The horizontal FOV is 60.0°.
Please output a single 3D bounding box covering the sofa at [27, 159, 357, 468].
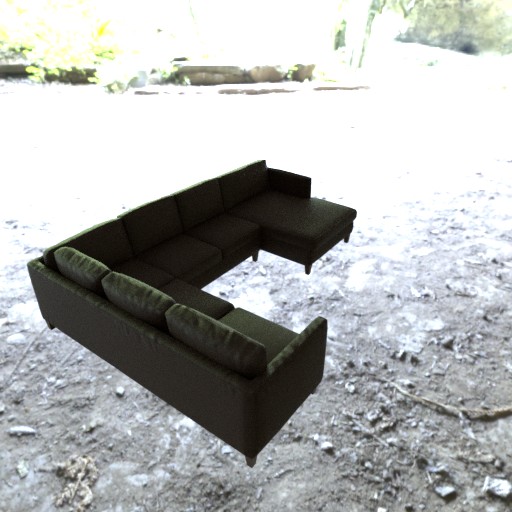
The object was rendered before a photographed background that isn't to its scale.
[{"bbox_3d":[0.000,0.000,4.578,2.593,0.923,3.460,20,36,31],"label":"sofa"}]
